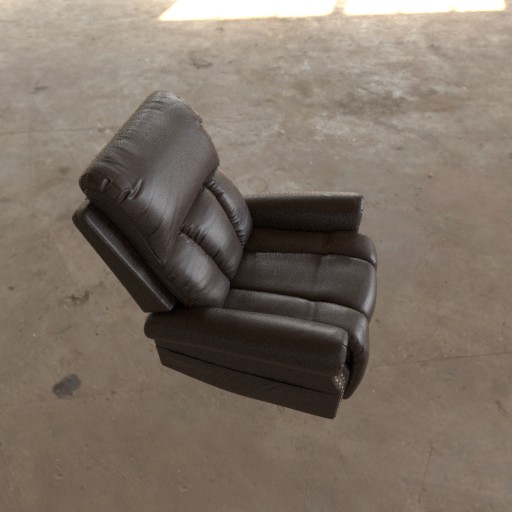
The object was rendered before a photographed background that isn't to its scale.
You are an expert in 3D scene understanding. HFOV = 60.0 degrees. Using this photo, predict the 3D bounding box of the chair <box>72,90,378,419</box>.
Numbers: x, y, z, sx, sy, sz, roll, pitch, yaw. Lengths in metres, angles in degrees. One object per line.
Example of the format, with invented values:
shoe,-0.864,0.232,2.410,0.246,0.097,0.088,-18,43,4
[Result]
chair,0.000,0.000,1.733,0.978,1.028,0.869,10,47,9
